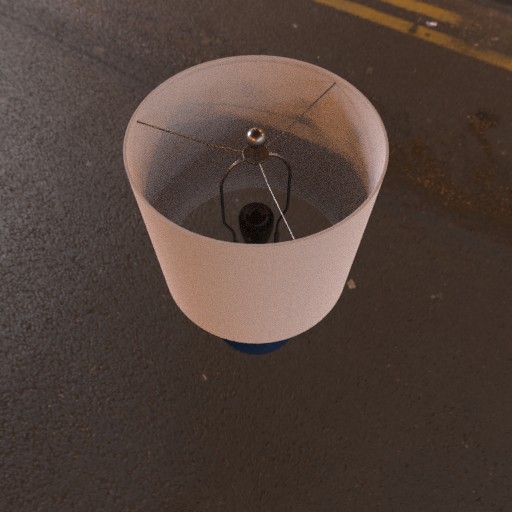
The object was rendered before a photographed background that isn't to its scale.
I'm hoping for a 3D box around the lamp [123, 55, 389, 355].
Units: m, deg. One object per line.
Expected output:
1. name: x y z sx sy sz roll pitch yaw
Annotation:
1. lamp: 0.000 0.000 0.495 0.203 0.368 0.203 -14 60 -8
